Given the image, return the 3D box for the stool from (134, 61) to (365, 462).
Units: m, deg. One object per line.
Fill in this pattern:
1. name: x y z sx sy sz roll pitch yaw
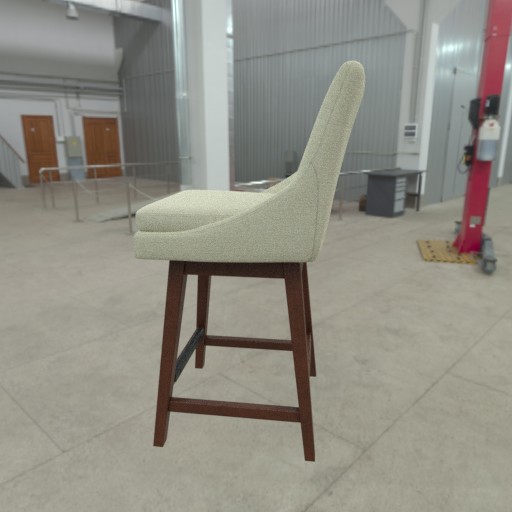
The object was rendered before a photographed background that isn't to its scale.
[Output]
1. stool: 0.000 0.000 1.295 0.559 0.991 0.469 2 15 8
